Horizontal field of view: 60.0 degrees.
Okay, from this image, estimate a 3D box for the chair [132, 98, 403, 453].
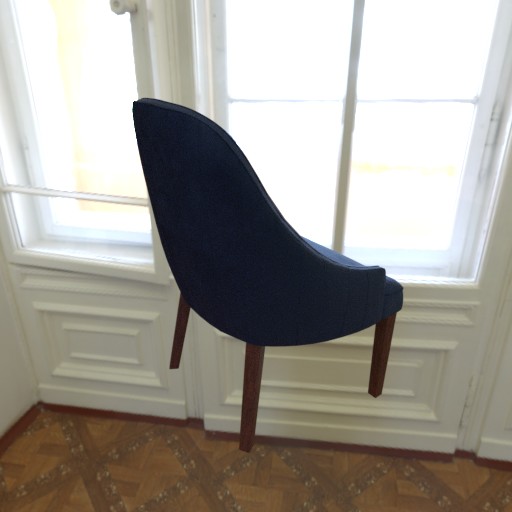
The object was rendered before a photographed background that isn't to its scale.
[{"bbox_3d":[0.000,0.000,1.277,0.575,0.889,0.643,-18,31,-33],"label":"chair"}]
